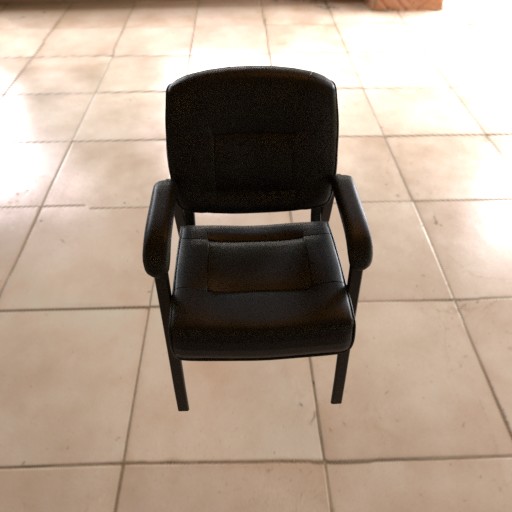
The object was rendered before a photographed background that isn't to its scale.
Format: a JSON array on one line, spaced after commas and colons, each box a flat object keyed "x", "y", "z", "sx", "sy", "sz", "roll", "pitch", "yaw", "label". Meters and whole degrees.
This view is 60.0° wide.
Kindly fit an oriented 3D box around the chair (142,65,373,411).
[{"x": 0.000, "y": 0.000, "z": 1.352, "sx": 0.591, "sy": 0.910, "sz": 0.668, "roll": -2, "pitch": 46, "yaw": -2, "label": "chair"}]
